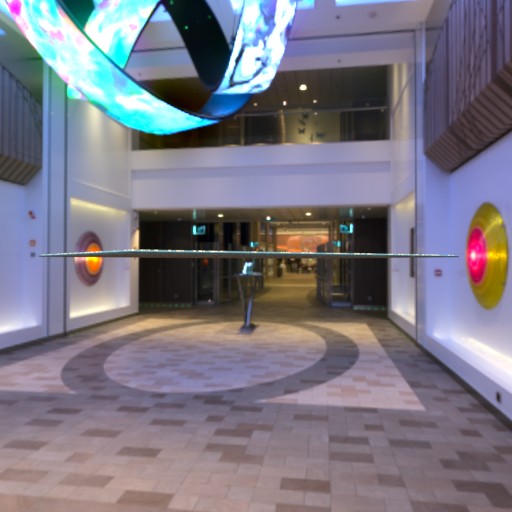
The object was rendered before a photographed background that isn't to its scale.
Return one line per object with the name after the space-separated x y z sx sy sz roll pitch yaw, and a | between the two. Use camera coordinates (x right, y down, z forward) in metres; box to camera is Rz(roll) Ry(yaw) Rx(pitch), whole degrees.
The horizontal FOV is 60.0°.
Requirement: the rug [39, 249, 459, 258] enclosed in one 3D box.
0.000 0.000 2.311 1.833 0.012 1.211 1 -1 -37 | rug
